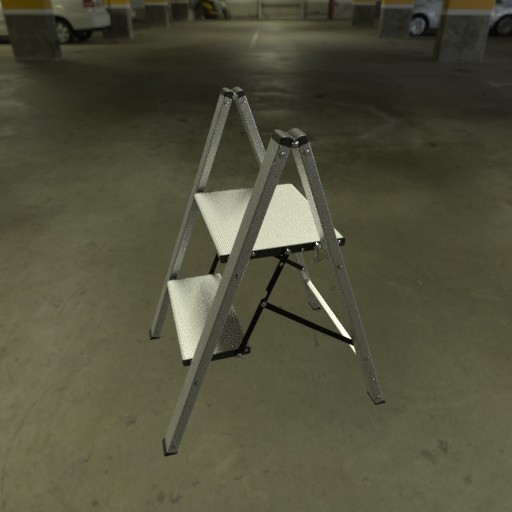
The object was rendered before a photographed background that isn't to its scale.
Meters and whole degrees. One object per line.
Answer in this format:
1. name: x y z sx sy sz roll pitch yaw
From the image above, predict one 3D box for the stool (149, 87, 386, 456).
1. stool: 0.000 0.000 1.026 0.535 0.670 0.440 -8 31 -14
